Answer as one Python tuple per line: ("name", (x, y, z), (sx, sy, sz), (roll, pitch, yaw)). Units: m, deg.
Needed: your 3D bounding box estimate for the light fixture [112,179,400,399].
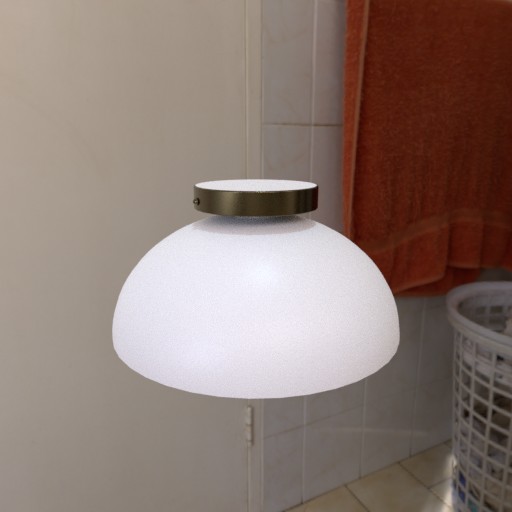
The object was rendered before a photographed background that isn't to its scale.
("light fixture", (0.000, 0.000, 0.552), (0.355, 0.177, 0.355), (0, 15, 0))
